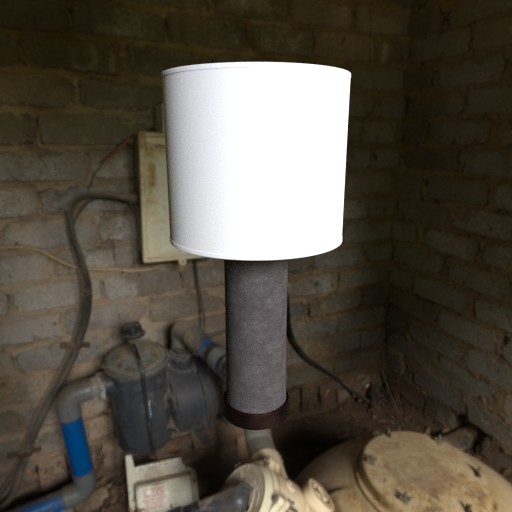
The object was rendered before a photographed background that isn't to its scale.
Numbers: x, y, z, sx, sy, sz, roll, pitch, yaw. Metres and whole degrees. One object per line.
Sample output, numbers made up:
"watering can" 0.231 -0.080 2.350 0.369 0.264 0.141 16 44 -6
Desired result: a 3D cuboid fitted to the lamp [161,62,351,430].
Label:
"lamp" 0.000 0.000 0.797 0.301 0.630 0.301 8 17 25
